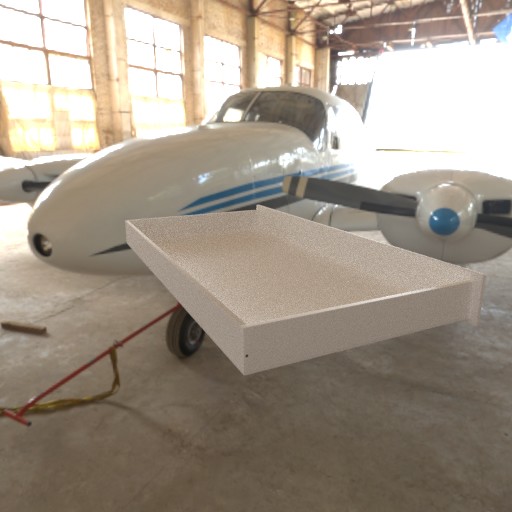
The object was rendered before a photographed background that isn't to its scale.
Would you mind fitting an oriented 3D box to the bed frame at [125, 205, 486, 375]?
[{"bbox_3d":[0.000,0.000,1.566,0.670,0.141,1.300,-7,17,-25],"label":"bed frame"}]
